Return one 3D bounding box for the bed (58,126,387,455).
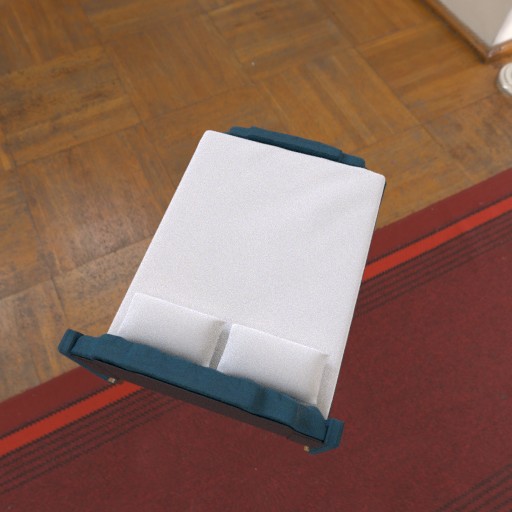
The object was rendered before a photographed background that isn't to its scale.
[{"bbox_3d":[0.000,0.000,3.347,1.676,1.351,2.322,16,65,8],"label":"bed"}]
